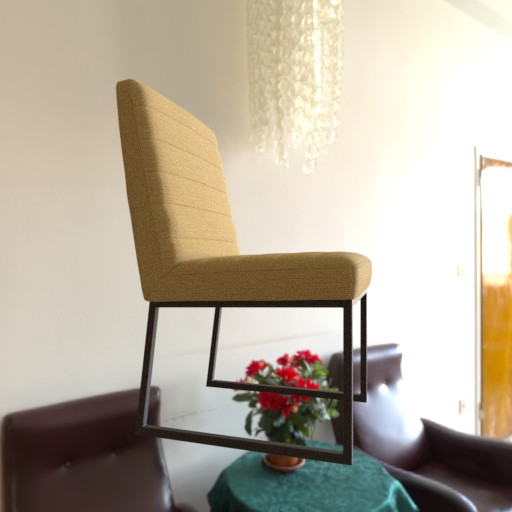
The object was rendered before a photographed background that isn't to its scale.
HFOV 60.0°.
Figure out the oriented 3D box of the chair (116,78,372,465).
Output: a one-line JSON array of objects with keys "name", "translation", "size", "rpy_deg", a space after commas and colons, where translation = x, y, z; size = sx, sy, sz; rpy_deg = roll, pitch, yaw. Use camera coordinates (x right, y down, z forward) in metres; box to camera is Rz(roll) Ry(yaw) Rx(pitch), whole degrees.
[{"name": "chair", "translation": [0.000, 0.000, 1.294], "size": [0.634, 0.930, 0.520], "rpy_deg": [0, 0, 18]}]
